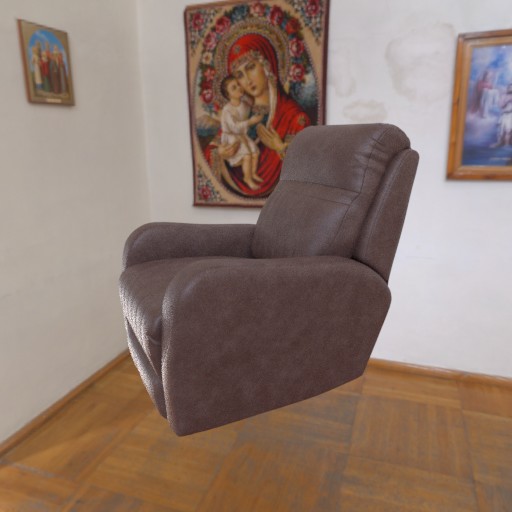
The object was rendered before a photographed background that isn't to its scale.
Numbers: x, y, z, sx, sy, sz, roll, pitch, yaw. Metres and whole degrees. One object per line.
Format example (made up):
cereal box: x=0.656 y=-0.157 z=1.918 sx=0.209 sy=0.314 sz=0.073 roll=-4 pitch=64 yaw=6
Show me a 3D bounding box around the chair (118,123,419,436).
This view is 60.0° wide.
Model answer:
chair: x=0.000 y=0.000 z=1.857 sx=1.067 sy=1.067 sz=0.865 roll=-7 pitch=17 yaw=-25
